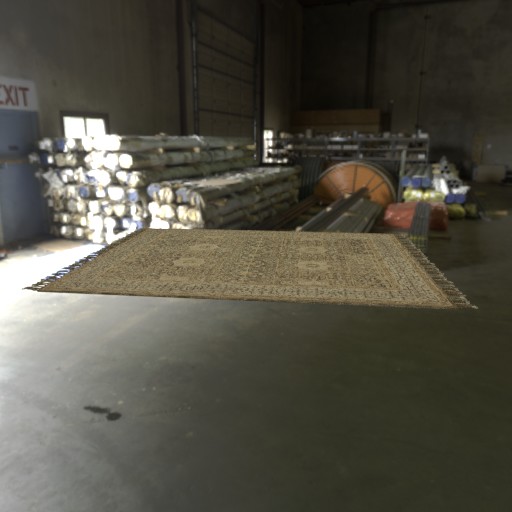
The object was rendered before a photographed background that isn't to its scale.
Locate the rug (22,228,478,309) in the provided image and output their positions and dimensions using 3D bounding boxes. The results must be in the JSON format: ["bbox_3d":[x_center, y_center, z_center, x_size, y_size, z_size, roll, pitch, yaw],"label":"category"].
[{"bbox_3d":[0.000,0.000,4.307,3.291,0.017,2.431,2,15,7],"label":"rug"}]
